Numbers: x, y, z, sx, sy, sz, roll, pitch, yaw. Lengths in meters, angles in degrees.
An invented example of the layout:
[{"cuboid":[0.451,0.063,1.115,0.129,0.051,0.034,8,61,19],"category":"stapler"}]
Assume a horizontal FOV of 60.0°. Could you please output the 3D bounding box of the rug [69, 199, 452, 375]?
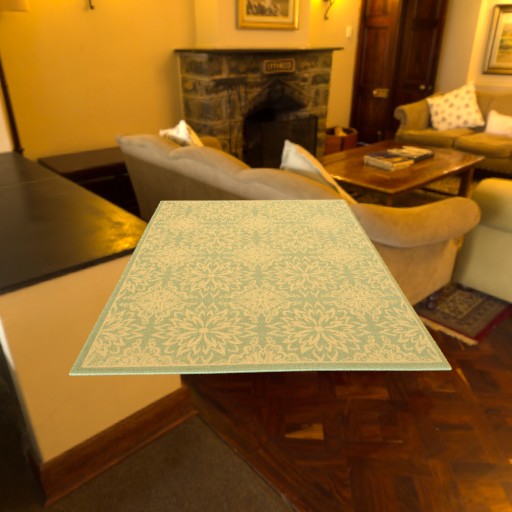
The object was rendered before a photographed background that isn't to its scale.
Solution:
[{"cuboid":[0.000,0.000,2.826,1.589,0.014,2.205,-1,26,-1],"category":"rug"}]
